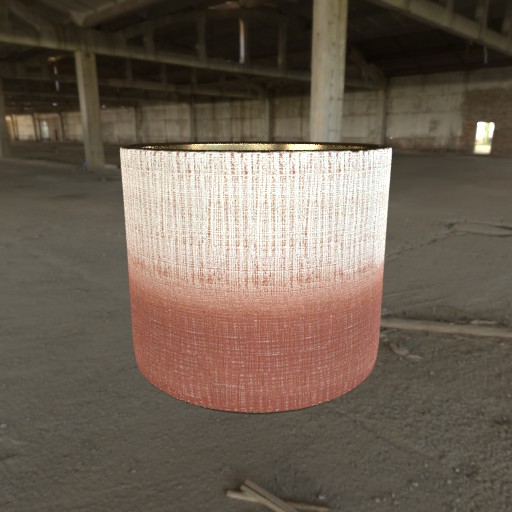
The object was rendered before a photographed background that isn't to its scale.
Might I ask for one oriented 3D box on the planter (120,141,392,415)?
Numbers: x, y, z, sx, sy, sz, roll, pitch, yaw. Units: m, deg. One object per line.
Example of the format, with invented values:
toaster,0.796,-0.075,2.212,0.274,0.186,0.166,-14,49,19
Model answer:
planter,0.000,0.000,0.453,0.254,0.221,0.254,0,16,0
